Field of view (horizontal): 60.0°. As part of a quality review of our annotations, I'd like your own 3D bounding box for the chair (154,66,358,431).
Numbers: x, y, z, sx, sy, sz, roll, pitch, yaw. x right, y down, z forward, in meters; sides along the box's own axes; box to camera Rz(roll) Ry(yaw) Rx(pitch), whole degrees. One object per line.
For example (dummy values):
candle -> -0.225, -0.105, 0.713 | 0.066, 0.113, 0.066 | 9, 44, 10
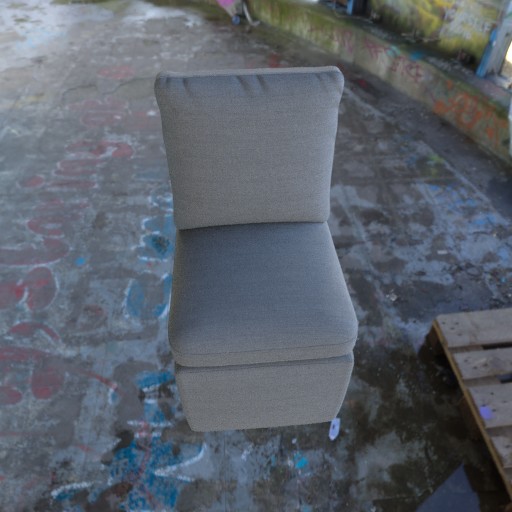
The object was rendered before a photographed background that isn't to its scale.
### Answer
chair -> 0.000, 0.000, 1.323 | 0.503, 0.927, 0.698 | -3, 47, -3
